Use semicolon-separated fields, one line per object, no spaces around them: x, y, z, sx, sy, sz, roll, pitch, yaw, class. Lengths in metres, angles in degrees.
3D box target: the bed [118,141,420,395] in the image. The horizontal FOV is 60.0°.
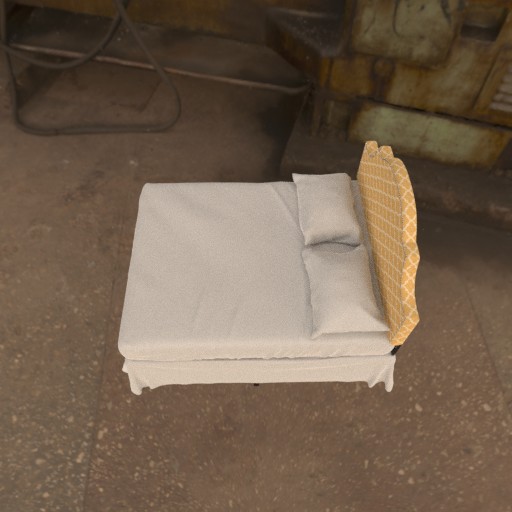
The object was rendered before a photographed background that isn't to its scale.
0.000;0.000;3.469;2.222;1.633;1.780;-1;57;-1;bed
